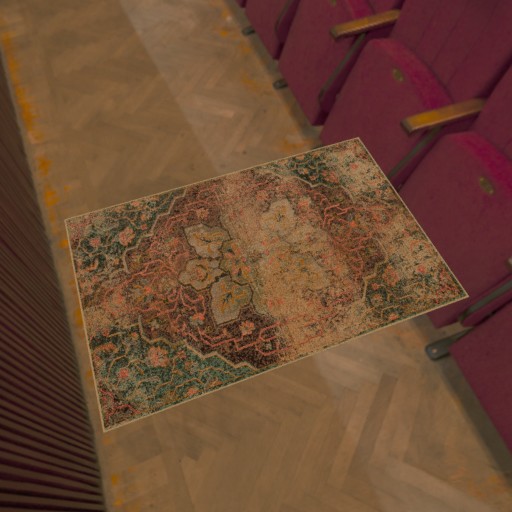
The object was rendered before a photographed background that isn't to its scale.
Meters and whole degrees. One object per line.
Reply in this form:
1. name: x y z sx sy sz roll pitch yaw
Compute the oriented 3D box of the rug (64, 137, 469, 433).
1. rug: 0.000 0.000 2.988 2.363 0.004 1.566 -17 60 -10
